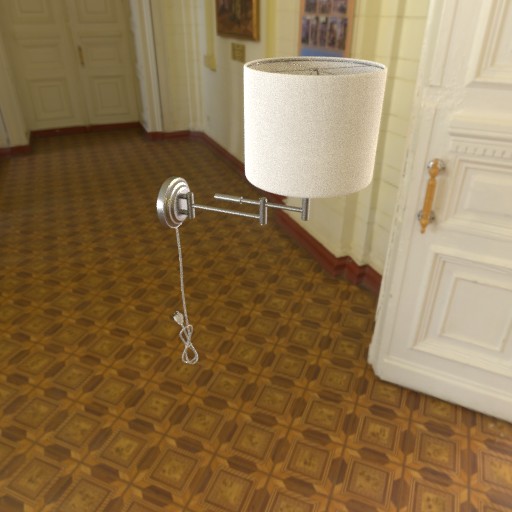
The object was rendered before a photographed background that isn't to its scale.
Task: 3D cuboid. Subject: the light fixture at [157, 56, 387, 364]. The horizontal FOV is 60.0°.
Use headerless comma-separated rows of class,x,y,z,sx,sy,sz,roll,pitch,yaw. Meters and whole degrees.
light fixture,0.000,0.000,1.041,0.479,0.842,0.253,12,32,19
